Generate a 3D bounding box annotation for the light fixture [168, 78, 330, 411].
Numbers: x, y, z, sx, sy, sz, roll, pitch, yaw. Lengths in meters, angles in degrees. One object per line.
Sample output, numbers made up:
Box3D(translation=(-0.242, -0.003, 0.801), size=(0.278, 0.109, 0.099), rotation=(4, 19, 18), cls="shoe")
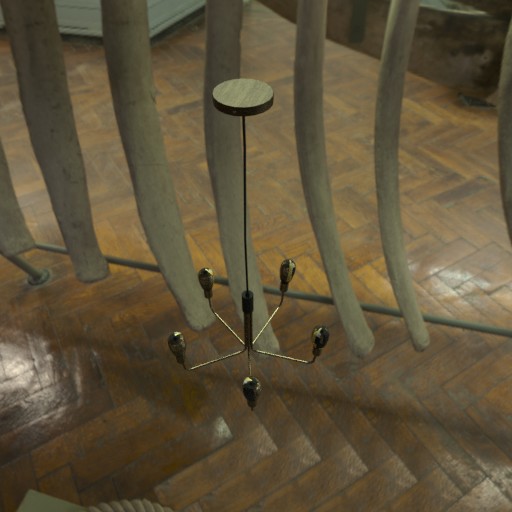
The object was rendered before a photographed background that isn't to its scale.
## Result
Box3D(translation=(0.000, 0.000, 1.358), size=(0.532, 1.059, 0.588), rotation=(11, 48, 10), cls="light fixture")
